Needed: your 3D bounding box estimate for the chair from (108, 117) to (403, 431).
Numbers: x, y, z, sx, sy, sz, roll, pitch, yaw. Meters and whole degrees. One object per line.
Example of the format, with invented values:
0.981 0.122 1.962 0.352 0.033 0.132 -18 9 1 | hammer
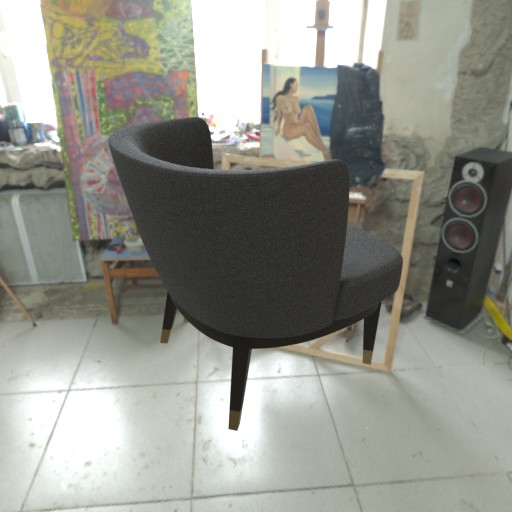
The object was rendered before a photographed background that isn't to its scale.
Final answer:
0.000 0.000 1.275 0.698 0.695 0.639 -17 32 -30 | chair
